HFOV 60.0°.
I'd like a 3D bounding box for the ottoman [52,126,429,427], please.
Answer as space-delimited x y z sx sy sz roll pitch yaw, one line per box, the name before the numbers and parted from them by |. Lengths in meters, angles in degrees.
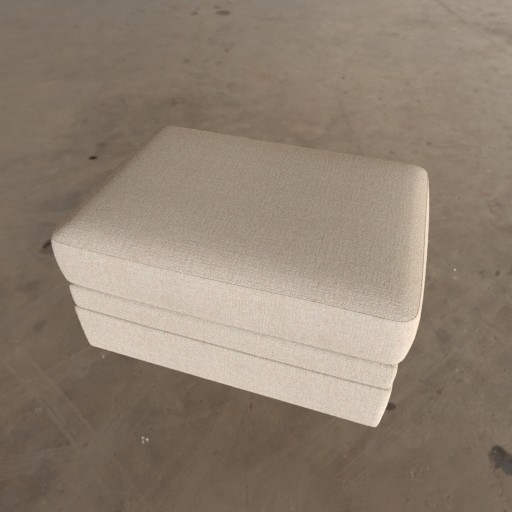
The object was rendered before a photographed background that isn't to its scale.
ottoman | 0.000 0.000 1.290 0.885 0.478 0.637 12 44 13
